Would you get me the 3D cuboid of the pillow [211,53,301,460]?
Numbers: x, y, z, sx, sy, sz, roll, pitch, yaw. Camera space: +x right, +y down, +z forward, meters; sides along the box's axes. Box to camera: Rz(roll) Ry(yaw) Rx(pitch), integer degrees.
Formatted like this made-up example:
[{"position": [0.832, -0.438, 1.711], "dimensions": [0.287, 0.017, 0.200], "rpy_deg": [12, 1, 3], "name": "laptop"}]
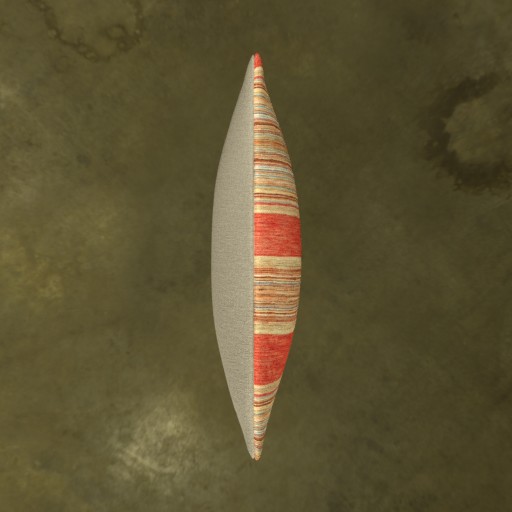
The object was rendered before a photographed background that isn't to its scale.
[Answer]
[{"position": [0.000, 0.000, 0.669], "dimensions": [0.136, 0.419, 0.437], "rpy_deg": [0, 90, 0], "name": "pillow"}]
